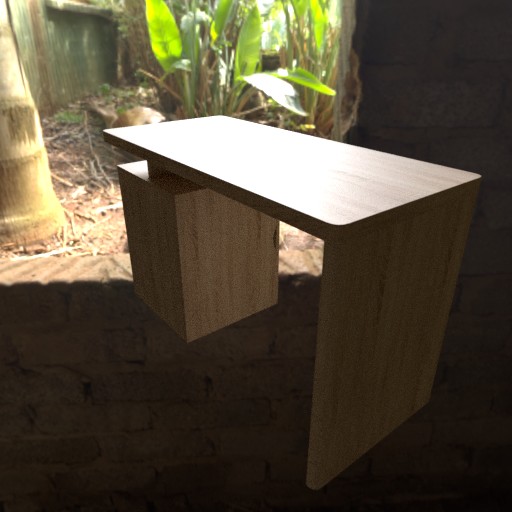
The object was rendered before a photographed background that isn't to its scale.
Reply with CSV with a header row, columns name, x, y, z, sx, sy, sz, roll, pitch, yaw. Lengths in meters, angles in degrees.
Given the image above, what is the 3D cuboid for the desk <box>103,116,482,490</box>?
name,x,y,z,sx,sy,sz,roll,pitch,yaw
desk,0.000,0.000,1.571,0.550,0.760,1.200,-19,32,-34
